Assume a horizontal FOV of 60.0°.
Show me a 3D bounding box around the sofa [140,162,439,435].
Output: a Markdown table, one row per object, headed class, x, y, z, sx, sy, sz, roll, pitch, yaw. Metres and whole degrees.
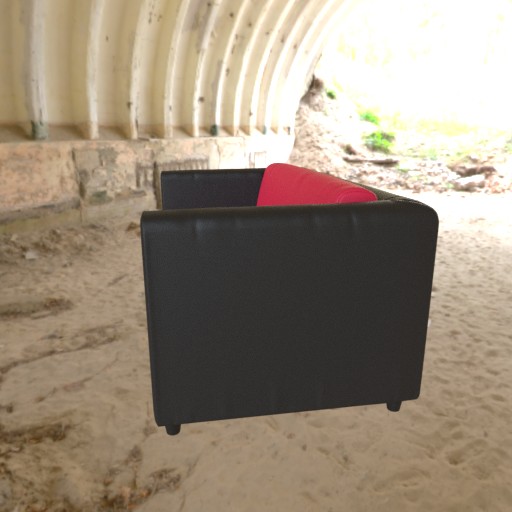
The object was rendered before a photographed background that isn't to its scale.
| class | x | y | z | sx | sy | sz | roll | pitch | yaw |
| --- | --- | --- | --- | --- | --- | --- | --- | --- | --- |
| sofa | 0.000 | 0.000 | 1.932 | 0.845 | 0.735 | 1.410 | -3 | 16 | -9 |
